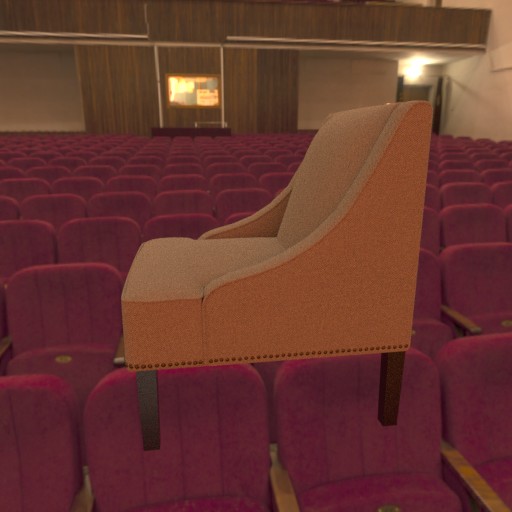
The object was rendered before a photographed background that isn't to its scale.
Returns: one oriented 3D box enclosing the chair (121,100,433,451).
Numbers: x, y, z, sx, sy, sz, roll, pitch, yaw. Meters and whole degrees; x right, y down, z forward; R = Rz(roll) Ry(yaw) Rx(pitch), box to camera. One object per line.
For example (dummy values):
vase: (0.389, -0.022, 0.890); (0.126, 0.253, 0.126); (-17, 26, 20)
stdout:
chair: (0.000, 0.000, 1.363); (0.748, 0.872, 0.628); (-2, 15, -9)
